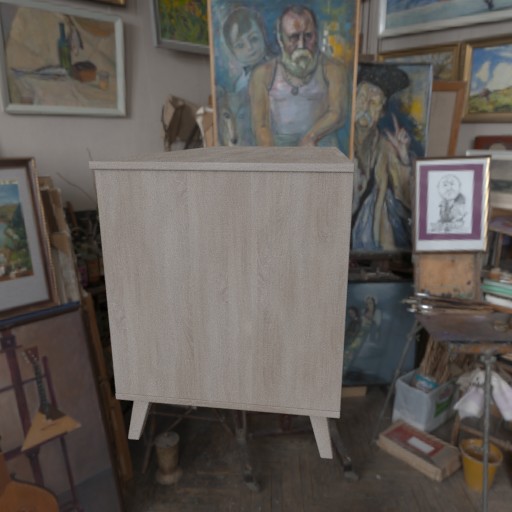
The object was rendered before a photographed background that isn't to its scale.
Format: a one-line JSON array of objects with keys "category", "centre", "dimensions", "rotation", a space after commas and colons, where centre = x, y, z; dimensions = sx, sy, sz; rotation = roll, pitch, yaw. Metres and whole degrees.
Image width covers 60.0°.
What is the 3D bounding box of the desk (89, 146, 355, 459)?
[{"category": "desk", "centre": [0.000, 0.000, 1.677], "dimensions": [0.600, 0.770, 1.251], "rotation": [2, 16, 8]}]
